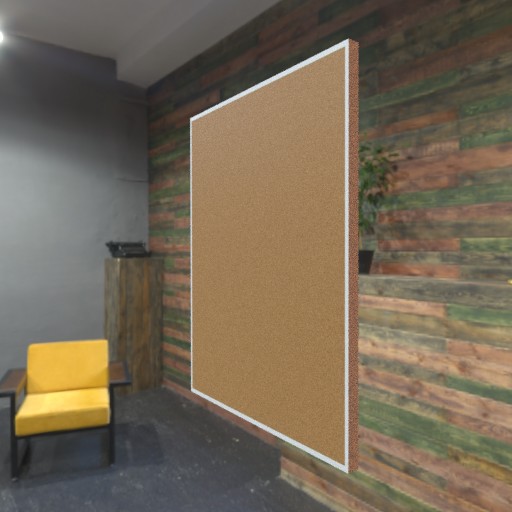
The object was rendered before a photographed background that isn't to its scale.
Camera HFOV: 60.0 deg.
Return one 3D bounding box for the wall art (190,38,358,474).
[{"bbox_3d":[0.000,0.000,1.398,0.039,1.050,0.795,0,1,-37],"label":"wall art"}]
